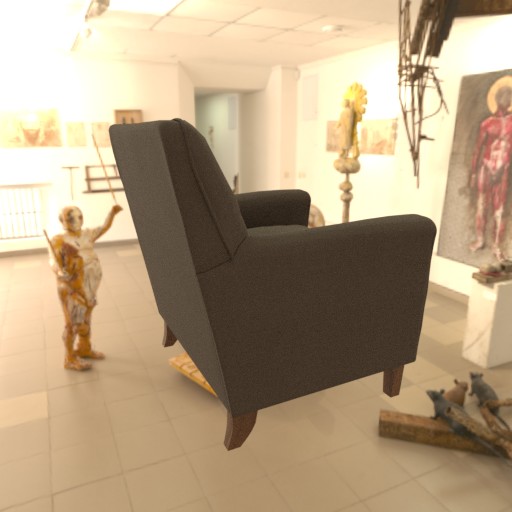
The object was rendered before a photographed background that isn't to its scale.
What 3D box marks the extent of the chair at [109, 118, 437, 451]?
[{"bbox_3d":[0.000,0.000,1.575,0.831,0.911,0.836,-7,17,-25],"label":"chair"}]
